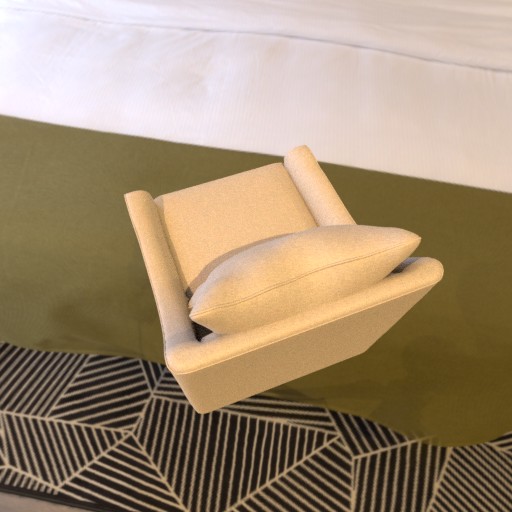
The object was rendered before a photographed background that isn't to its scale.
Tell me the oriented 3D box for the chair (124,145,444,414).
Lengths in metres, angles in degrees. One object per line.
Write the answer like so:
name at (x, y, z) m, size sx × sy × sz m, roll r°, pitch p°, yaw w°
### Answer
chair at (0.000, 0.000, 1.583) m, size 0.760 × 0.942 × 0.876 m, roll -18°, pitch 60°, yaw -11°
